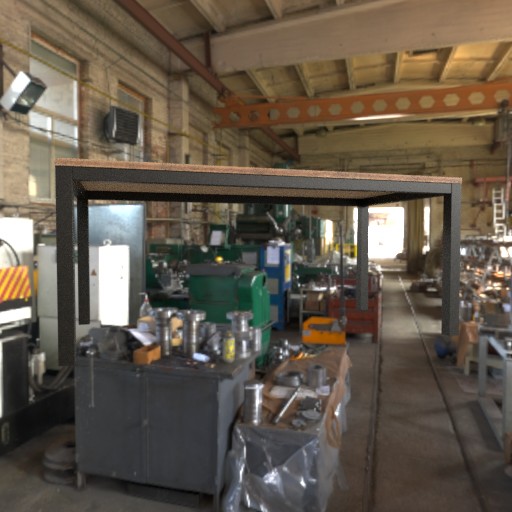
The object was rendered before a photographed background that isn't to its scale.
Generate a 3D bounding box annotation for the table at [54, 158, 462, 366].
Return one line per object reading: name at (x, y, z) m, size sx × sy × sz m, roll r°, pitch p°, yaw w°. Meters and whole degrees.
table at (0.000, 0.000, 2.315) m, size 1.805 × 0.767 × 0.893 m, roll -1°, pitch 2°, yaw -17°
